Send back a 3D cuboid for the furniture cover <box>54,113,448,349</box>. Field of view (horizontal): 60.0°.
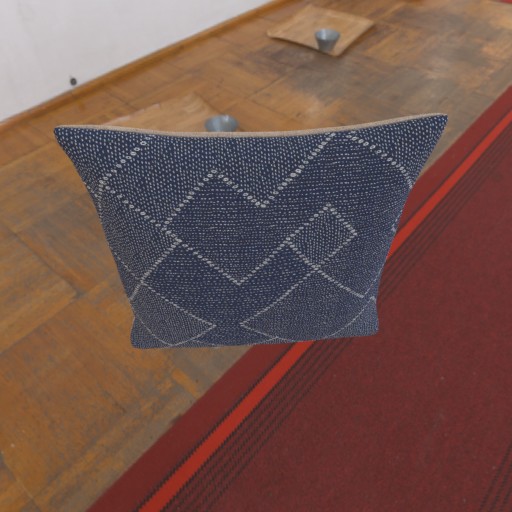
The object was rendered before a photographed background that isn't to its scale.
[{"bbox_3d":[0.000,0.000,0.743,0.511,0.503,0.162,-3,47,-3],"label":"furniture cover"}]
